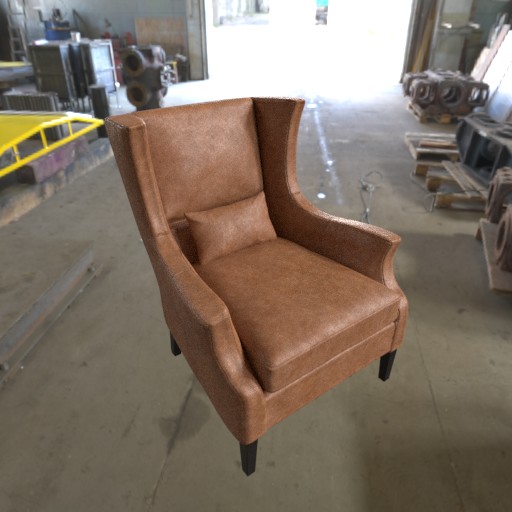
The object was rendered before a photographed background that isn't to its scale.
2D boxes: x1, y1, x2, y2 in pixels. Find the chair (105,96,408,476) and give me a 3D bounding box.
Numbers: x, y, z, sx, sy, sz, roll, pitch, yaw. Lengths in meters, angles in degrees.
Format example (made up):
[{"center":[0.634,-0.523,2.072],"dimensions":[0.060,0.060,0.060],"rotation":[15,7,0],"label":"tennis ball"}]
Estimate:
[{"center":[0.000,0.000,1.676],"dimensions":[0.853,1.016,0.926],"rotation":[-21,36,-32],"label":"chair"}]
